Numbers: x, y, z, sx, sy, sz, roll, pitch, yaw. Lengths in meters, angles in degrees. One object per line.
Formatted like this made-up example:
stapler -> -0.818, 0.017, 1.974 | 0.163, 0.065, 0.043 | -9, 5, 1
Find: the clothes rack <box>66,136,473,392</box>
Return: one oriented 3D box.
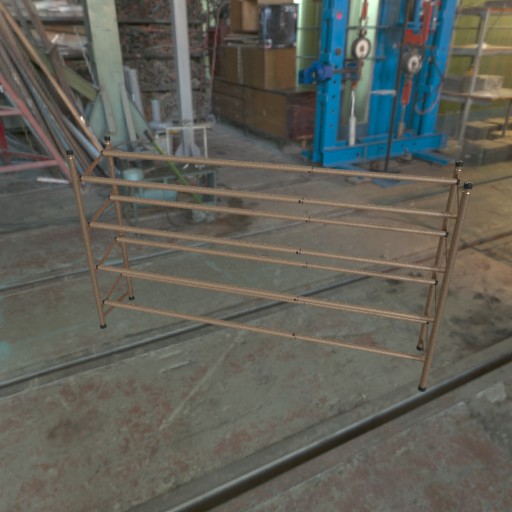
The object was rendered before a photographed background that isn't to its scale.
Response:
clothes rack -> 0.000, 0.000, 1.468 | 1.168, 0.672, 0.229 | 8, 28, 15
